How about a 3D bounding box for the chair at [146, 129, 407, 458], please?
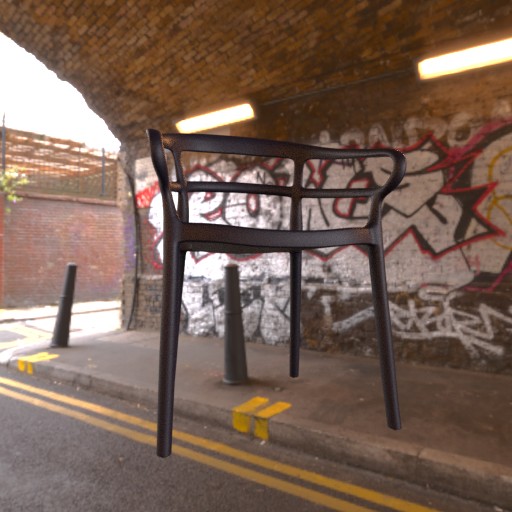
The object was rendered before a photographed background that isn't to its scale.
[{"bbox_3d":[0.000,0.000,1.131,0.559,0.761,0.527,0,-1,-16],"label":"chair"}]
